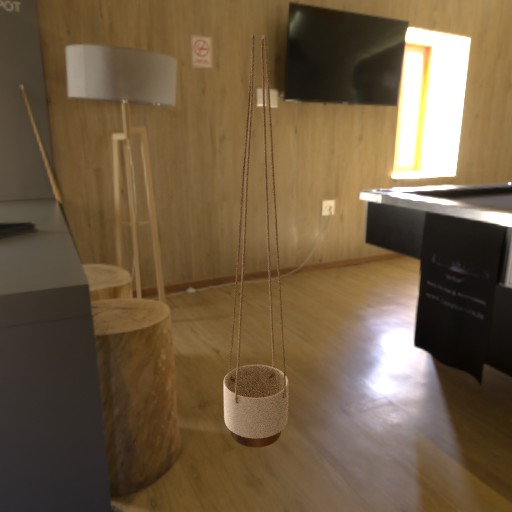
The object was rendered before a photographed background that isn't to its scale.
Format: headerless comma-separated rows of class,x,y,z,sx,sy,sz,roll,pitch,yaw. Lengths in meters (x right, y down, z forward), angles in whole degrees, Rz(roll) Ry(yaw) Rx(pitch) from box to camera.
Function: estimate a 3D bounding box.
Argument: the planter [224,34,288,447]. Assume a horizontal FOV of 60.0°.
planter,0.000,0.000,0.920,0.146,0.841,0.146,-3,15,-10
